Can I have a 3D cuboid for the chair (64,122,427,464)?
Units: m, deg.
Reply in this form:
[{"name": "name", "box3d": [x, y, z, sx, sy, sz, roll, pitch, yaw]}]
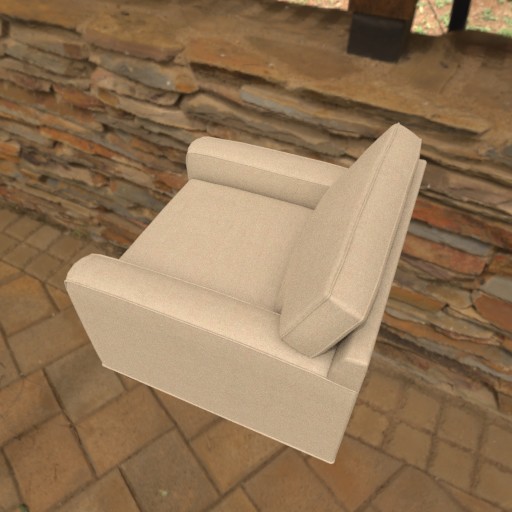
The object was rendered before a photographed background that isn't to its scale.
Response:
[{"name": "chair", "box3d": [0.000, 0.000, 1.774, 1.043, 0.913, 0.998, 17, 49, 16]}]
